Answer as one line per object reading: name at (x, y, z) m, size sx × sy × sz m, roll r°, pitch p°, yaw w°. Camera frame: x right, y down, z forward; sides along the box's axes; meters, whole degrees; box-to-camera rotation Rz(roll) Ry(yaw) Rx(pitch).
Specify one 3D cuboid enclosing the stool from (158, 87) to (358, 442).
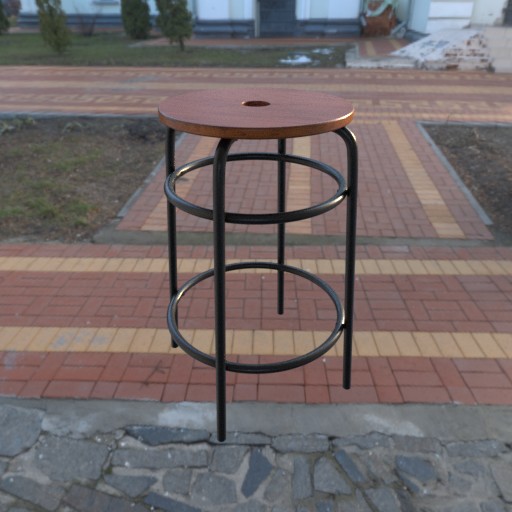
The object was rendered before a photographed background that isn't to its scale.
stool at (0.000, 0.000, 0.920) m, size 0.455 × 0.610 × 0.455 m, roll 10°, pitch 31°, yaw 16°
